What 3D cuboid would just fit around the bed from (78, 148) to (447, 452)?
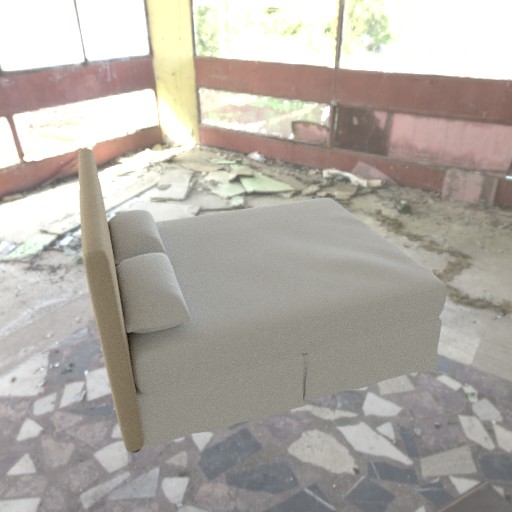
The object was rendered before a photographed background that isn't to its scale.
[{"bbox_3d":[0.000,0.000,3.125,2.142,1.330,1.723,-10,31,-17],"label":"bed"}]
